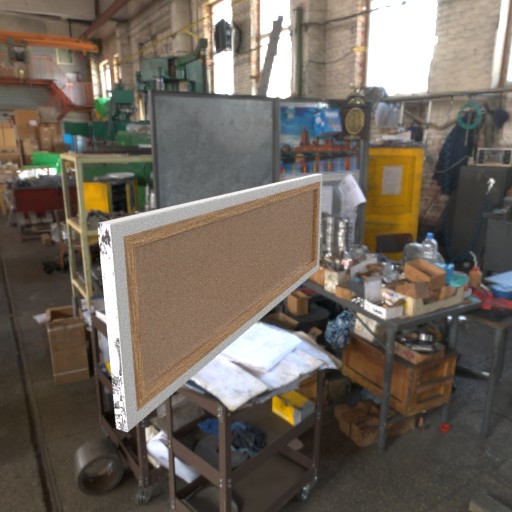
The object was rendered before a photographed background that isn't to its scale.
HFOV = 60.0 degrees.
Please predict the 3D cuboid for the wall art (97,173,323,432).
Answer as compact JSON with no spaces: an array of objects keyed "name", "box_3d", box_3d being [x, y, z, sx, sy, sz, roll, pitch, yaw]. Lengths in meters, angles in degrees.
[{"name":"wall art","box_3d":[0.000,0.000,1.671,0.039,0.507,1.520,7,16,24]}]
